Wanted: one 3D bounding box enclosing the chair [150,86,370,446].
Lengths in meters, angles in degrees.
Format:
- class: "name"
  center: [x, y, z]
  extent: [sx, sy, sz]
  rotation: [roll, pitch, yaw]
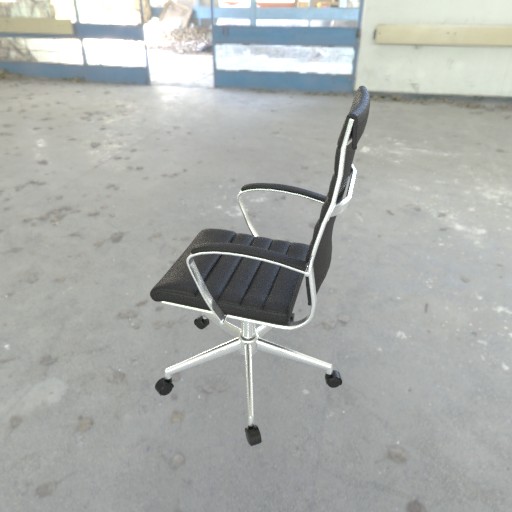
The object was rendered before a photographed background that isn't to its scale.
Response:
- class: "chair"
  center: [0.000, 0.000, 1.639]
  extent: [0.739, 1.149, 0.766]
  rotation: [8, 31, 13]
